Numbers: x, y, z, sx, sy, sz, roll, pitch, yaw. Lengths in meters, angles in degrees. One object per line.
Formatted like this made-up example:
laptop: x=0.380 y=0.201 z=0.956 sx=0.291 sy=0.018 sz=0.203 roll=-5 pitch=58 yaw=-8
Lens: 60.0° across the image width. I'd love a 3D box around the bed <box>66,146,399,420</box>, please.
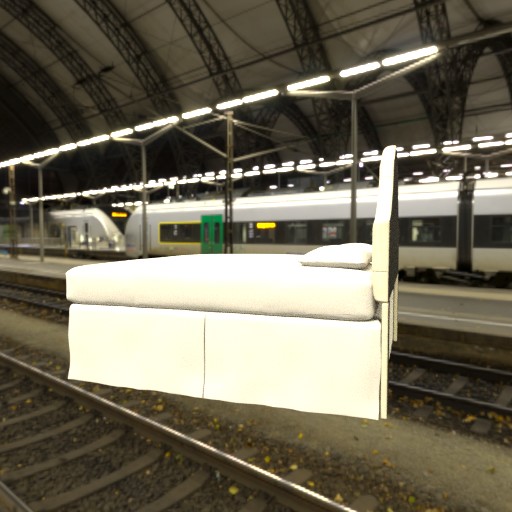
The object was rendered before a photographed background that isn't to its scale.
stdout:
bed: x=0.000 y=0.000 z=3.477 sx=2.086 sy=1.555 sz=2.012 roll=1 pitch=3 yaw=19
